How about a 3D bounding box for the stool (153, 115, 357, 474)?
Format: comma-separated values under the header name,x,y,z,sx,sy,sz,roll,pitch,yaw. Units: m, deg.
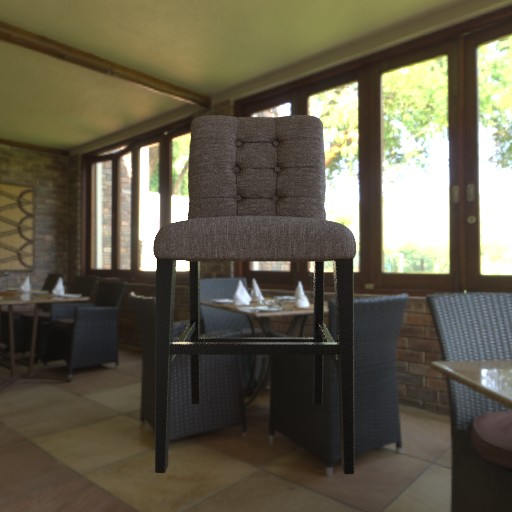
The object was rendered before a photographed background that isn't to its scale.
name,x,y,z,sx,sy,sz,roll,pitch,yaw
stool,0.000,0.000,1.275,0.457,0.970,0.611,0,-1,1
